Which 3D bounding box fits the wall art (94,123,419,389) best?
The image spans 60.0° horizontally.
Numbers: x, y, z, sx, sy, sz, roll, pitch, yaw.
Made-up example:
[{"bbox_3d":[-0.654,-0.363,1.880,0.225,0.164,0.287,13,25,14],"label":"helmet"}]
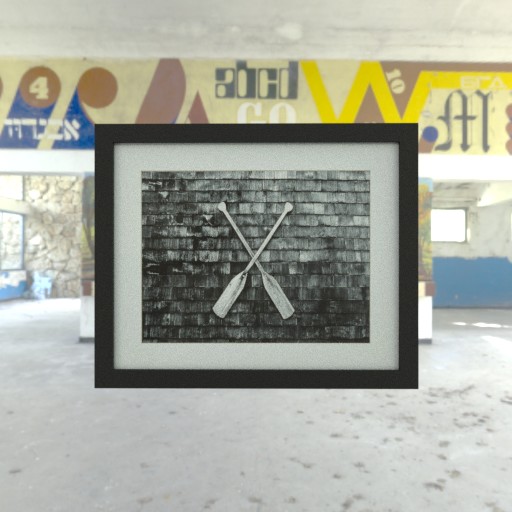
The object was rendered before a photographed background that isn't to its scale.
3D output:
[{"bbox_3d":[0.000,0.000,0.777,0.558,0.457,0.029,0,0,1],"label":"wall art"}]
